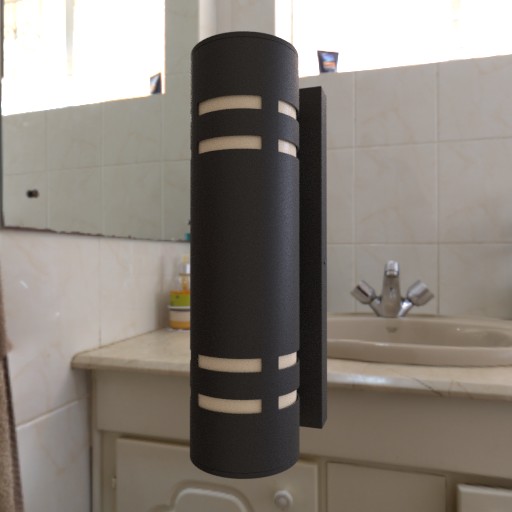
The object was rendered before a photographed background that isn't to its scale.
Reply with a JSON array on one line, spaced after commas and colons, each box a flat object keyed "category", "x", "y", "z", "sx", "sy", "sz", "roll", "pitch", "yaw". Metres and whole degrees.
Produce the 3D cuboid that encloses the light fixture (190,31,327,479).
[{"category": "light fixture", "x": 0.000, "y": 0.000, "z": 0.398, "sx": 0.105, "sy": 0.330, "sz": 0.149, "roll": 0, "pitch": -1, "yaw": 18}]
